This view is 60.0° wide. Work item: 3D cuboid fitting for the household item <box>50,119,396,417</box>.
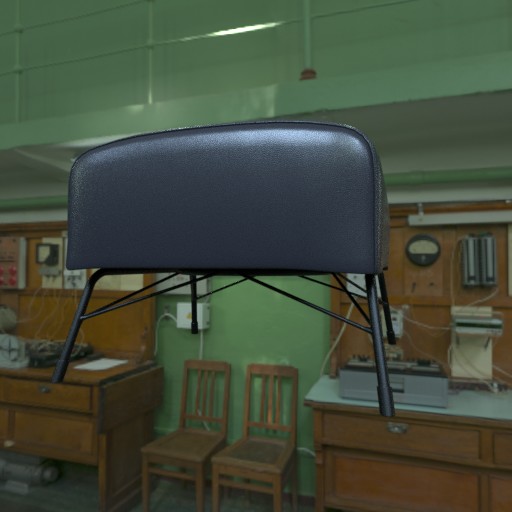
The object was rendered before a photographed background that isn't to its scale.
[{"bbox_3d":[0.000,0.000,0.883,0.530,0.410,0.530,0,-1,18],"label":"household item"}]
